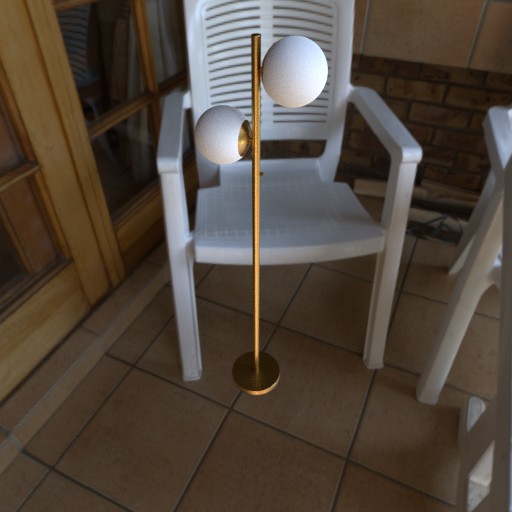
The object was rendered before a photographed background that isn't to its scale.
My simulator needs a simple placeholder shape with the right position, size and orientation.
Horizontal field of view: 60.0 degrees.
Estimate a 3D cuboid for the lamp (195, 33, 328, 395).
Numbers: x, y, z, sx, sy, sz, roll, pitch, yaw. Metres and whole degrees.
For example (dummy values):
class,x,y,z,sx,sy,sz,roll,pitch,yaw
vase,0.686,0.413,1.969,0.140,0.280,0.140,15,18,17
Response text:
class,x,y,z,sx,sy,sz,roll,pitch,yaw
lamp,0.000,0.000,1.769,0.419,1.641,0.249,13,43,14
